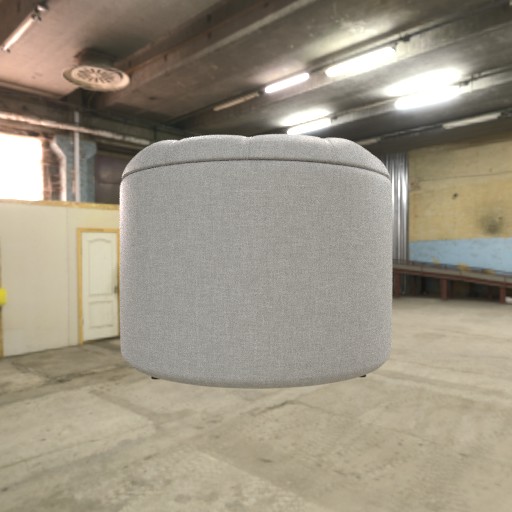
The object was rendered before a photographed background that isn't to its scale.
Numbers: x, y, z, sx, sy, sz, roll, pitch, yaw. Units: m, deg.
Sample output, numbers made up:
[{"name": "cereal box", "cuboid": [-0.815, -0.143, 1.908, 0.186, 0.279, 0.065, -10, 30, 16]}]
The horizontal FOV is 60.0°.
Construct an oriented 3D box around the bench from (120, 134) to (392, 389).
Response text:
[{"name": "bench", "cuboid": [0.000, 0.000, 1.021, 0.600, 0.453, 0.600, 0, 0, 0]}]
